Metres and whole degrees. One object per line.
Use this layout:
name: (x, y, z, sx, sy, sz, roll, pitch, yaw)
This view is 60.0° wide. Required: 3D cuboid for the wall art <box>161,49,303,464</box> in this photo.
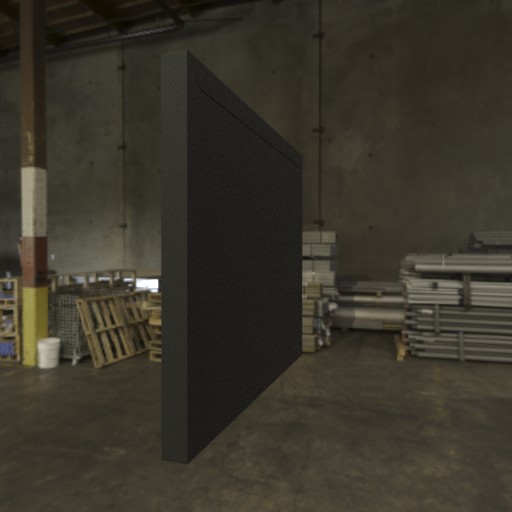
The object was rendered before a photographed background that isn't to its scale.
wall art: (0.000, 0.000, 0.546, 0.024, 0.329, 0.404, 0, 0, 19)
